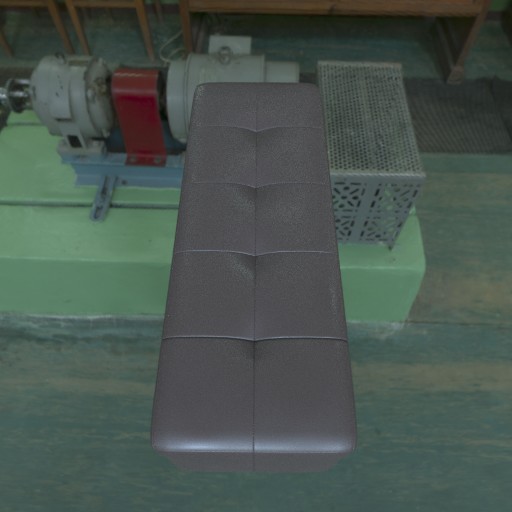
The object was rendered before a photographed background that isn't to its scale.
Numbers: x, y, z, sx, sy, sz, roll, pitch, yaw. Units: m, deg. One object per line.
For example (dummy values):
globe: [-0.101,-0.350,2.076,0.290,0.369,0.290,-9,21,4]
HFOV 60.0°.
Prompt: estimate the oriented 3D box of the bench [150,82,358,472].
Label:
bench: [0.000,0.000,1.399,0.450,0.417,1.219,0,57,0]
